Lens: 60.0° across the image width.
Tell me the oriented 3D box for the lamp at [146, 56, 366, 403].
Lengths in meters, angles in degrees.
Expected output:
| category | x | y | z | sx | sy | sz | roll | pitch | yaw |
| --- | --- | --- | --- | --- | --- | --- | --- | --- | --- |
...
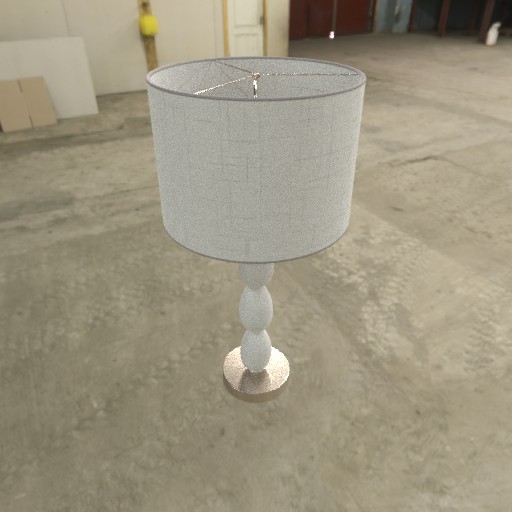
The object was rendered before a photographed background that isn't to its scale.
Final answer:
| category | x | y | z | sx | sy | sz | roll | pitch | yaw |
| --- | --- | --- | --- | --- | --- | --- | --- | --- | --- |
| lamp | 0.000 | 0.000 | 0.721 | 0.280 | 0.559 | 0.282 | 0 | 32 | 0 |
